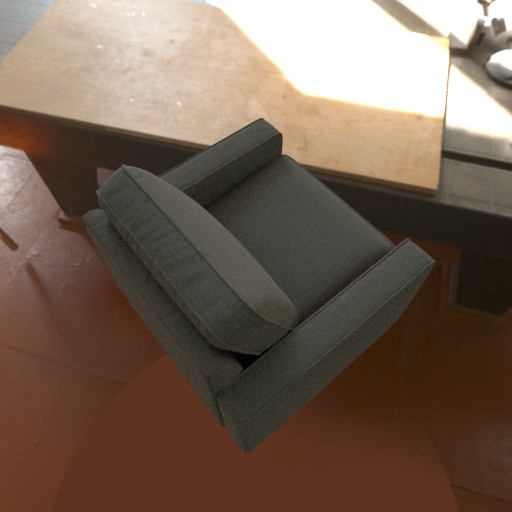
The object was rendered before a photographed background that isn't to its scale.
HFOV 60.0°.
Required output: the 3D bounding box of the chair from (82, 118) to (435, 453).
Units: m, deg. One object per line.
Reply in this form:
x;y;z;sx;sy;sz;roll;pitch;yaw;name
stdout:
0.000;0.000;1.756;0.940;0.919;1.017;-35;65;-19;chair
